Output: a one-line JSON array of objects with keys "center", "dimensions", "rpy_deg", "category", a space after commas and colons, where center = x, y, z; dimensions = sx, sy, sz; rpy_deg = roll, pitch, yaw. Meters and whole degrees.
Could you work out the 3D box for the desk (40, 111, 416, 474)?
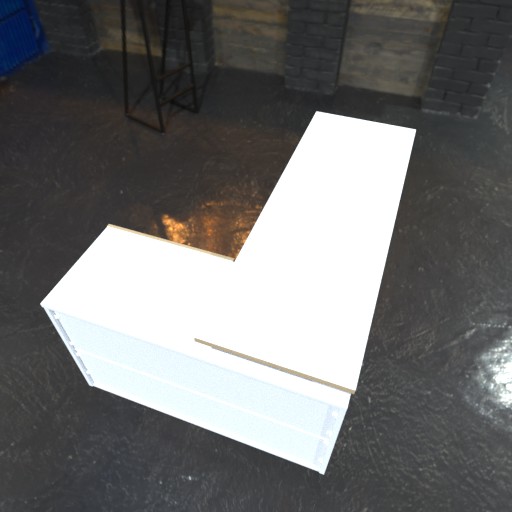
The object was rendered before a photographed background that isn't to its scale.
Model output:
[{"center": [0.000, 0.000, 2.058], "dimensions": [1.098, 0.755, 1.404], "rpy_deg": [15, 49, 14], "category": "desk"}]
